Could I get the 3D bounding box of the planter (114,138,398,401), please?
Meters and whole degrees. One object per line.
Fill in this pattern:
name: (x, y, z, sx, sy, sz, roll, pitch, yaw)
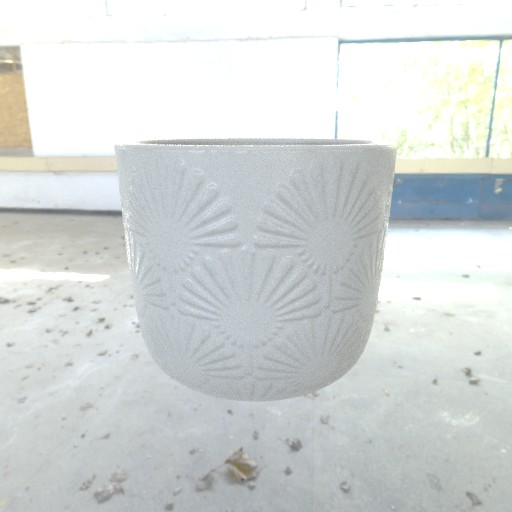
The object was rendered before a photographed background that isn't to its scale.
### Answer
planter: (0.000, 0.000, 0.217, 0.124, 0.109, 0.124, 0, 16, 0)
